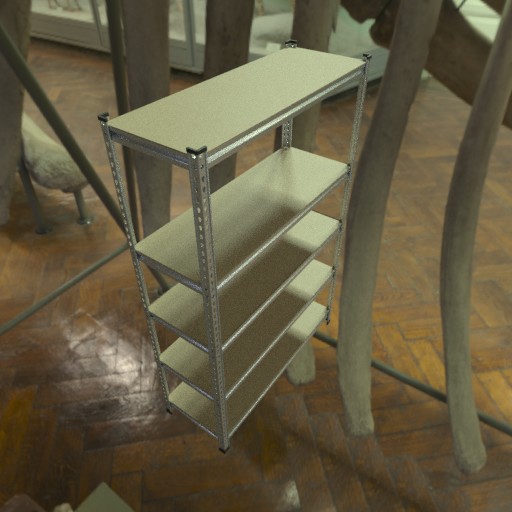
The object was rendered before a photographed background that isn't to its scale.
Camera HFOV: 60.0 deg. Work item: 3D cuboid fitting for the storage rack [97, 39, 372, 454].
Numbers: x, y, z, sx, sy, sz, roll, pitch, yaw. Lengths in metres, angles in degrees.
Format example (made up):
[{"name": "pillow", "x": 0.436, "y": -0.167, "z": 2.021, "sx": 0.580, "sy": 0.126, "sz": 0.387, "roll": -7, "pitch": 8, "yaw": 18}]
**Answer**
[{"name": "storage rack", "x": 0.000, "y": 0.000, "z": 2.361, "sx": 0.457, "sy": 1.829, "sz": 1.219, "roll": 25, "pitch": 46, "yaw": 27}]
